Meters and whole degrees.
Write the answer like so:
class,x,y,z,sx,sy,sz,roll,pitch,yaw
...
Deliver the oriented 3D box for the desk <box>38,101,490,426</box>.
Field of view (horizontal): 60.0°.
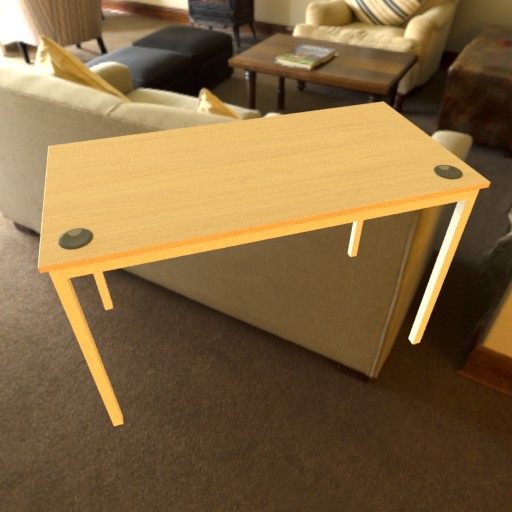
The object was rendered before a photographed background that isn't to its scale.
class,x,y,z,sx,sy,sz,roll,pitch,yaw
desk,0.000,0.000,1.577,1.200,0.750,0.600,-12,43,-13
